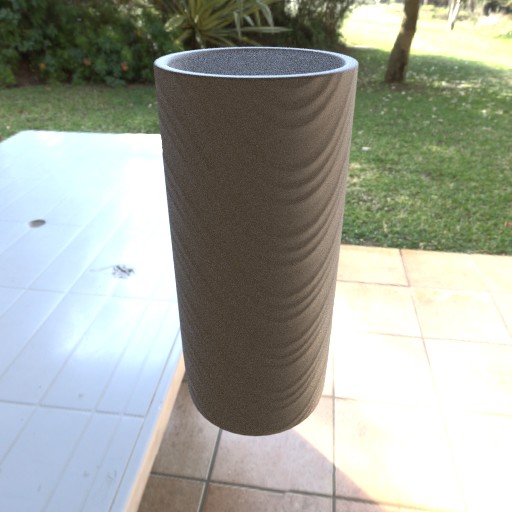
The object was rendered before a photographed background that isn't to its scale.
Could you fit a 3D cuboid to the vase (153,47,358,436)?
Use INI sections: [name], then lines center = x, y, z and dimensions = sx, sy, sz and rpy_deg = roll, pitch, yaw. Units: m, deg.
[vase]
center = 0.000, 0.000, 0.385
dimensions = 0.143, 0.316, 0.143
rpy_deg = 0, 32, 0
